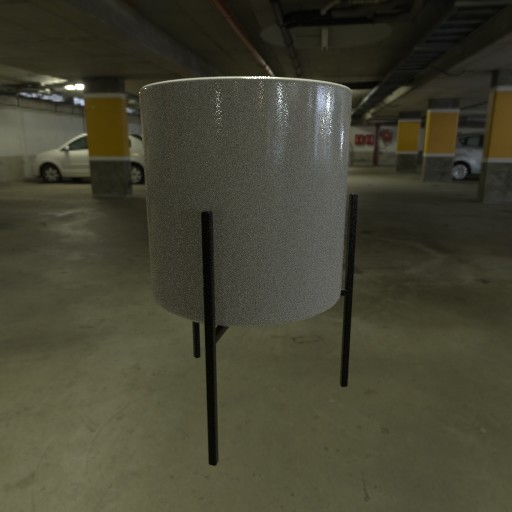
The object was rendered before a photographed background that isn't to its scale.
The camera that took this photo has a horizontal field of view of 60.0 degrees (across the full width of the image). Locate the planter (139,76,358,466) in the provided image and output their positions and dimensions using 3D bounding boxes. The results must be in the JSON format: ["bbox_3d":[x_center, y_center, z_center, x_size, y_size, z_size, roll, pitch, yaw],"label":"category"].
[{"bbox_3d":[0.000,0.000,0.509,0.239,0.356,0.239,-2,14,-9],"label":"planter"}]
